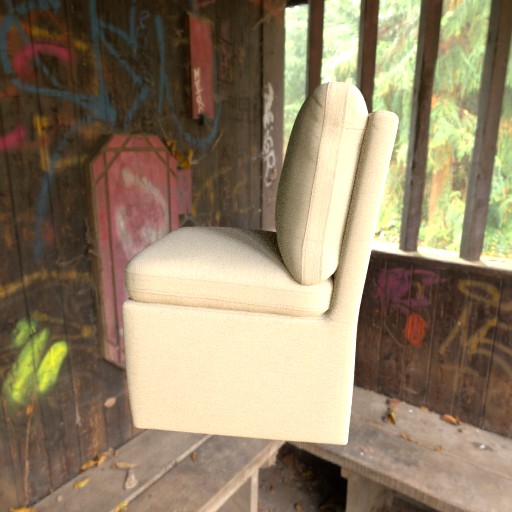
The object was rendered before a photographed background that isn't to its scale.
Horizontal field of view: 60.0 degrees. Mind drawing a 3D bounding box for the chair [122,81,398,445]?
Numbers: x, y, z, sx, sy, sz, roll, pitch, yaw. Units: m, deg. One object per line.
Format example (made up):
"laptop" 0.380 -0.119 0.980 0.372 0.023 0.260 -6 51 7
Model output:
"chair" 0.000 0.000 1.333 0.698 0.927 0.503 2 15 7
